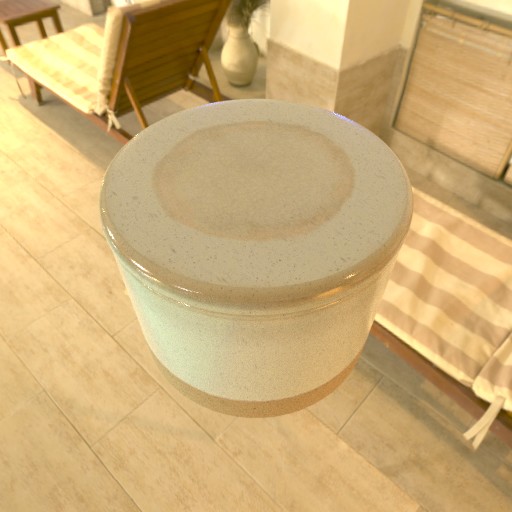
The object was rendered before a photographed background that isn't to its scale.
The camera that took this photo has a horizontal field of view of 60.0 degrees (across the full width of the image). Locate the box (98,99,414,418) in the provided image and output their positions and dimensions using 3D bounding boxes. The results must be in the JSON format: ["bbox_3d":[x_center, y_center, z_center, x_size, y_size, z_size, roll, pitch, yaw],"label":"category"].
[{"bbox_3d":[0.000,0.000,0.263,0.154,0.123,0.154,0,48,0],"label":"box"}]
